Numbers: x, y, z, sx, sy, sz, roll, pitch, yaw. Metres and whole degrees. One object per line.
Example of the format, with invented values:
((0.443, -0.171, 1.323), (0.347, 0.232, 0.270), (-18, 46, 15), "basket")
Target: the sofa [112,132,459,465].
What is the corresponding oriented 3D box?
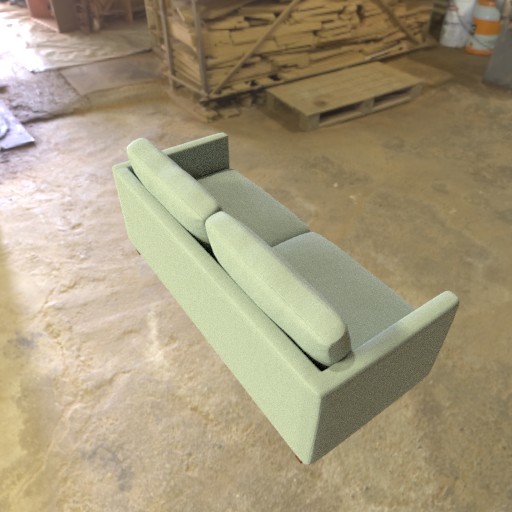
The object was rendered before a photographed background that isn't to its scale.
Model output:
((0.000, 0.000, 2.782), (0.951, 0.965, 2.208), (-25, 47, -26), "sofa")
